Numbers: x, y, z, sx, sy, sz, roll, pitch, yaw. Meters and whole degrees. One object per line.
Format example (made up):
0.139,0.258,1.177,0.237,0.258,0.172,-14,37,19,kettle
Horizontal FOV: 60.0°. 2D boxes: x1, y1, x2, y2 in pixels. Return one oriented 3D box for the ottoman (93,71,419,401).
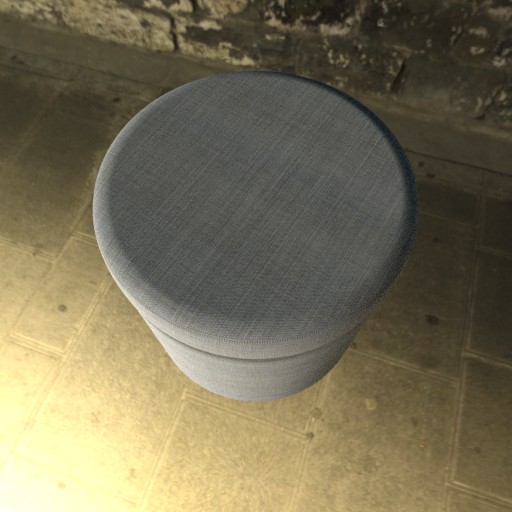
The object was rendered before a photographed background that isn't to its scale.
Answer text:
0.000,0.000,0.713,0.400,0.406,0.400,0,63,0,ottoman
